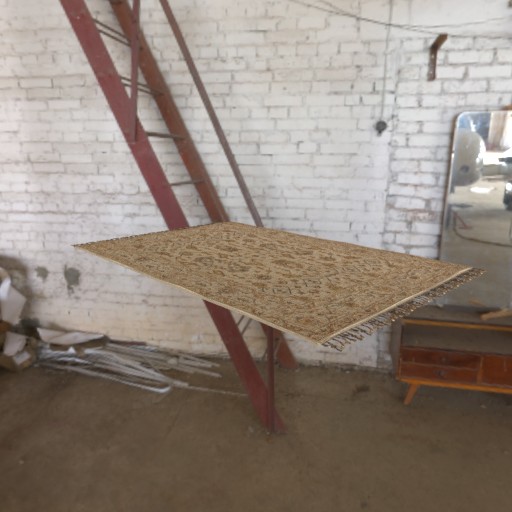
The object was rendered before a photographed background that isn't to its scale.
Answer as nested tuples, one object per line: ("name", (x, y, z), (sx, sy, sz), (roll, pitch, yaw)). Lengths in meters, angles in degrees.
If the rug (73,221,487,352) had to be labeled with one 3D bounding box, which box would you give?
("rug", (0.000, 0.000, 2.974), (1.529, 0.027, 2.434), (-14, 20, -42))
